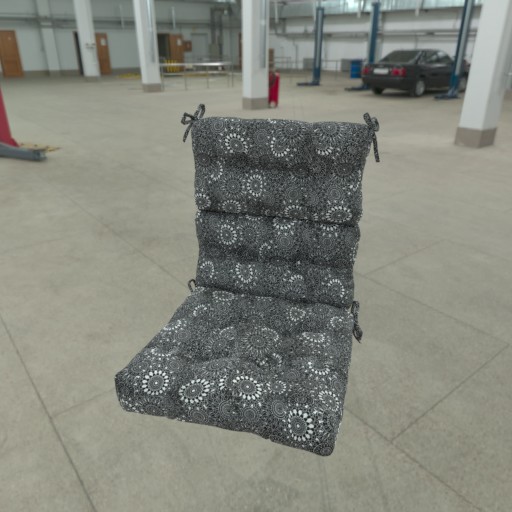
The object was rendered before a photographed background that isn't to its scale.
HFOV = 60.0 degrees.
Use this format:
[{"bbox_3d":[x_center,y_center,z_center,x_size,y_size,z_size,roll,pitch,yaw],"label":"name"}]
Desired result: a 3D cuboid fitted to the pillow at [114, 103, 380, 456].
[{"bbox_3d":[0.000,0.000,1.028,0.519,0.605,0.571,7,26,15],"label":"pillow"}]
